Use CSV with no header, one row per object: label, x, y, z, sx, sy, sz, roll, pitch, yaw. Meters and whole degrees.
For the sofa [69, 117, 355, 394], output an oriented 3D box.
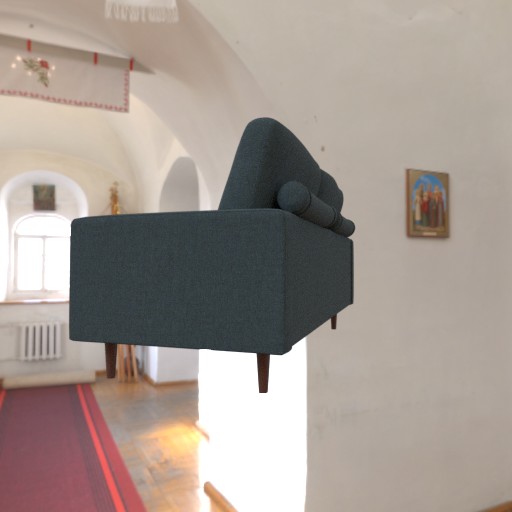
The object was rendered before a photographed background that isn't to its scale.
sofa,0.000,0.000,2.570,0.966,1.050,2.010,0,-1,19
